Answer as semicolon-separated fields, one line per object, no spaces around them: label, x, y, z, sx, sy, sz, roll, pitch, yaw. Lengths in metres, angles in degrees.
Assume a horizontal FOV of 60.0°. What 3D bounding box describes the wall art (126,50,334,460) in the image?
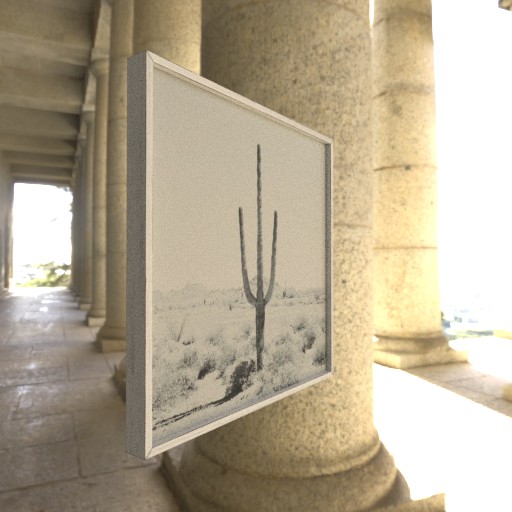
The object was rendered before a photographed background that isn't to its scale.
wall art;0.000;0.000;0.763;0.038;0.508;0.508;-1;-1;37
